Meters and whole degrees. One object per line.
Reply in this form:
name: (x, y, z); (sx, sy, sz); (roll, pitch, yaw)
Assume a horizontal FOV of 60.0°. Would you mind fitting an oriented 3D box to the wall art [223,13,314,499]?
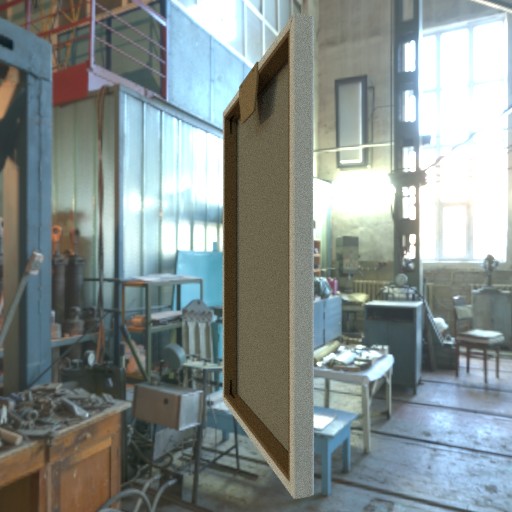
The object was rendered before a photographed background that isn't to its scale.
wall art: (0.000, 0.000, 1.124); (0.048, 0.916, 0.602); (0, 0, -17)
